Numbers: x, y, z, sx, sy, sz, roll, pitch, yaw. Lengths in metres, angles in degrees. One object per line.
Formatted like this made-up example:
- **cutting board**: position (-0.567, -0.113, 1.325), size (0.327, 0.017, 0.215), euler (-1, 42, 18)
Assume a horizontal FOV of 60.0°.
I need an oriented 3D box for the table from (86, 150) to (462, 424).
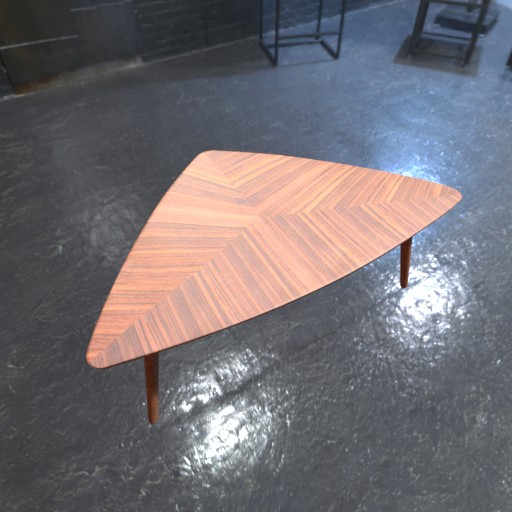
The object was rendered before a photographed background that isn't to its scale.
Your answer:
- **table**: position (0.000, 0.000, 1.279), size (1.008, 0.365, 0.601), euler (-23, 51, -21)
